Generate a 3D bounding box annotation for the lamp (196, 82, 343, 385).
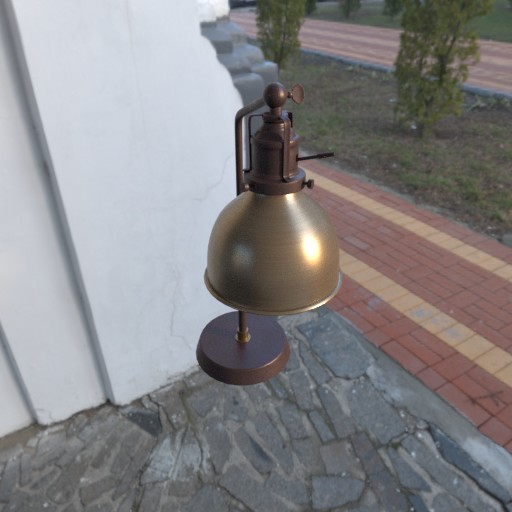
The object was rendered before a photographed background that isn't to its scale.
[{"bbox_3d":[0.000,0.000,0.604,0.175,0.469,0.298,-9,34,-14],"label":"lamp"}]
